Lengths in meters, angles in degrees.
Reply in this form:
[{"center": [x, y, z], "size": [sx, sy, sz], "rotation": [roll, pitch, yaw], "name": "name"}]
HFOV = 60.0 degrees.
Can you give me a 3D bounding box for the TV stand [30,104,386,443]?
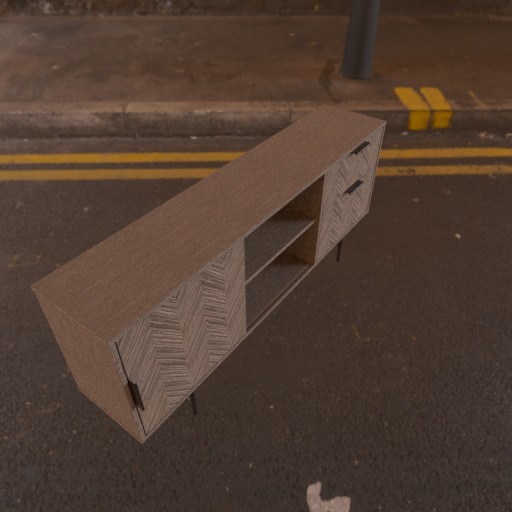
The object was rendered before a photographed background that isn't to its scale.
[{"center": [0.000, 0.000, 2.092], "size": [0.405, 0.787, 1.804], "rotation": [26, 47, 27], "name": "TV stand"}]
